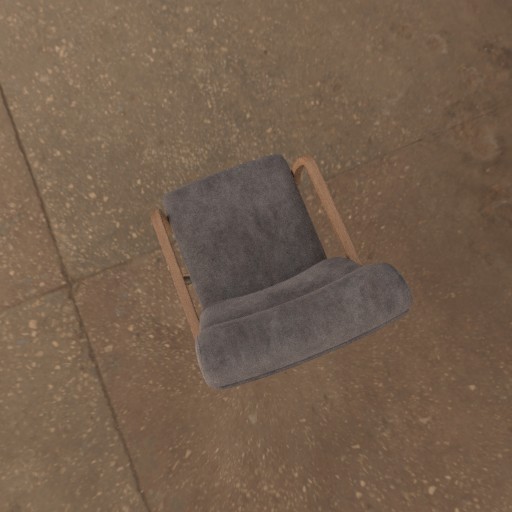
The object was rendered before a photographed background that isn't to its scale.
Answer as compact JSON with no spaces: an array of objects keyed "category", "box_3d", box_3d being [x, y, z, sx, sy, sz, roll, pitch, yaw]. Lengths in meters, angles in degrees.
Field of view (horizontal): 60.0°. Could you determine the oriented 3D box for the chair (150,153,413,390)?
[{"category":"chair","box_3d":[0.000,0.000,1.507,0.640,1.029,0.741,-21,77,-5]}]
